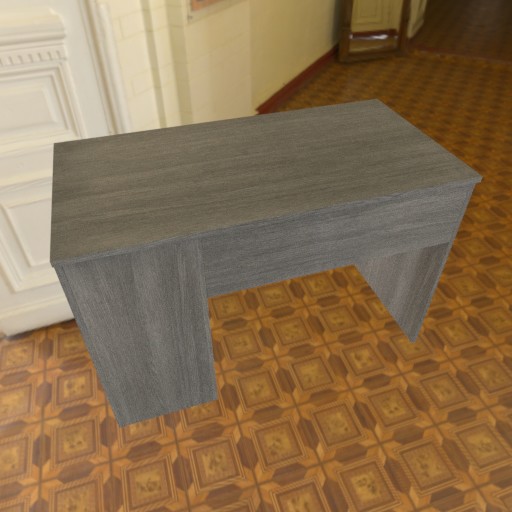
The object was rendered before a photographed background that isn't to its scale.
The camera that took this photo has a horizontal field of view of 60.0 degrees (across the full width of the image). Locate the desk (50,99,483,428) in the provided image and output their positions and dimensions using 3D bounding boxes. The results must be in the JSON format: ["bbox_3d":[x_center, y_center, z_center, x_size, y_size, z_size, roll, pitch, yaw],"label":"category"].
[{"bbox_3d":[0.000,0.000,1.502,1.097,0.735,0.560,-12,43,-14],"label":"desk"}]
